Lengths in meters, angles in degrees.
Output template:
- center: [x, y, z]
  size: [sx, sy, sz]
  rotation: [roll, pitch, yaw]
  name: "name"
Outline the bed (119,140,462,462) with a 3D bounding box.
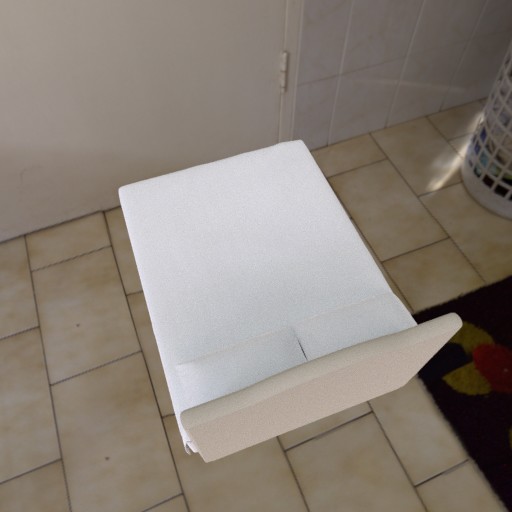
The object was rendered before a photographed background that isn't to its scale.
- center: [0.000, 0.000, 3.583]
  size: [1.977, 1.437, 2.477]
  rotation: [-17, 60, -10]
  name: "bed"
